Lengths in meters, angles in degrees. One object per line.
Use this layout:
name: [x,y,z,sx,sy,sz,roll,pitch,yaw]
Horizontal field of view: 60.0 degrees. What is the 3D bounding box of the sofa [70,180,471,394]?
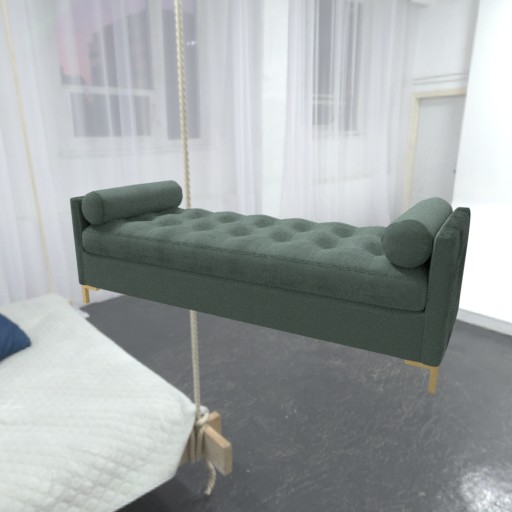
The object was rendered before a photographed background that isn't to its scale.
sofa: [0.000,0.000,2.491,2.102,0.705,0.796,8,18,28]
